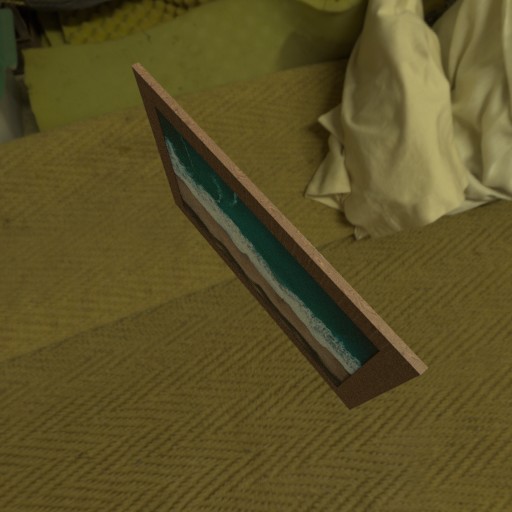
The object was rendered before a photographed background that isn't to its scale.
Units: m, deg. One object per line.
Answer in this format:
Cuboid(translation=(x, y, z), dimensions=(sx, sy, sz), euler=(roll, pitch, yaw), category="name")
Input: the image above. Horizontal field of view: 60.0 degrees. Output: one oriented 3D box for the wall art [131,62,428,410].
Cuboid(translation=(0.000, 0.000, 1.187), dimensions=(0.019, 0.626, 0.917), euler=(-36, 71, -15), category="wall art")
